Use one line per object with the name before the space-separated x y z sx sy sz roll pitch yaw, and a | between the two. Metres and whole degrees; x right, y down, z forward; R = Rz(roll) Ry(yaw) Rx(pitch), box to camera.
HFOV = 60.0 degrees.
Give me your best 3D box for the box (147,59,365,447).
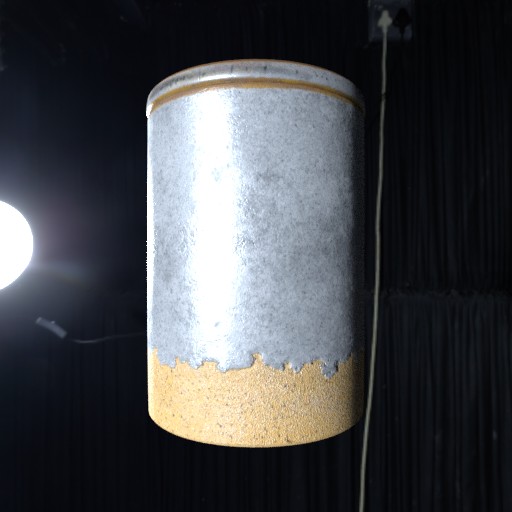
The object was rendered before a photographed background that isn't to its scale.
box | 0.000 0.000 0.244 0.118 0.168 0.118 0 -1 0
